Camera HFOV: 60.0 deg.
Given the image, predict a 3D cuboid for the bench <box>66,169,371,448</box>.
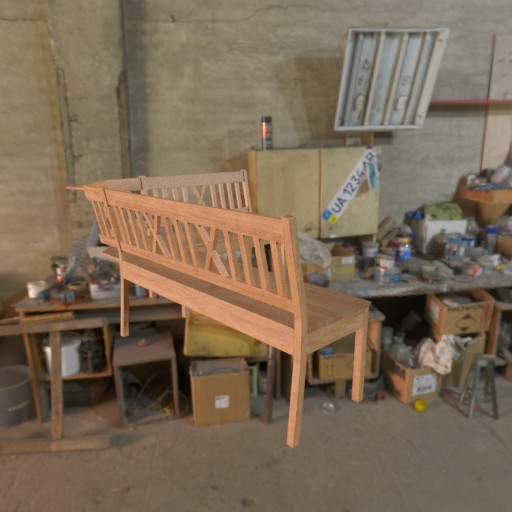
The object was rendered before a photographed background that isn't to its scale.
[{"bbox_3d":[0.000,0.000,2.747,1.537,0.902,1.937,-13,20,-42],"label":"bench"}]
